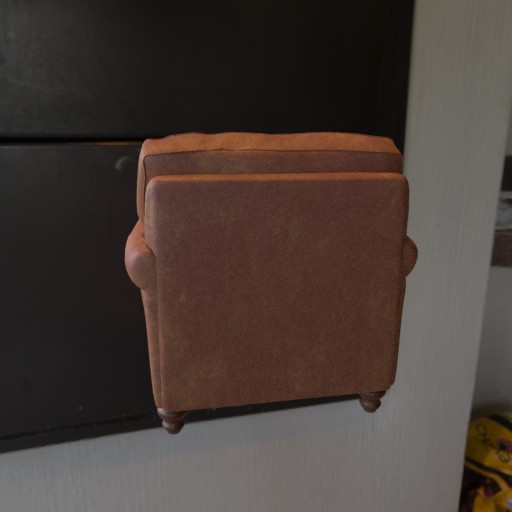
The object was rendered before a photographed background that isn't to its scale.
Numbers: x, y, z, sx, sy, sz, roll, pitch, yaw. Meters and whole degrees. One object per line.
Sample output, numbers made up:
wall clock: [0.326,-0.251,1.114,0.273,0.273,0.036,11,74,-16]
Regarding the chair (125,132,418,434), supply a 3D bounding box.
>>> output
chair: [0.000,0.000,1.813,0.983,0.962,0.986,-2,14,-10]
